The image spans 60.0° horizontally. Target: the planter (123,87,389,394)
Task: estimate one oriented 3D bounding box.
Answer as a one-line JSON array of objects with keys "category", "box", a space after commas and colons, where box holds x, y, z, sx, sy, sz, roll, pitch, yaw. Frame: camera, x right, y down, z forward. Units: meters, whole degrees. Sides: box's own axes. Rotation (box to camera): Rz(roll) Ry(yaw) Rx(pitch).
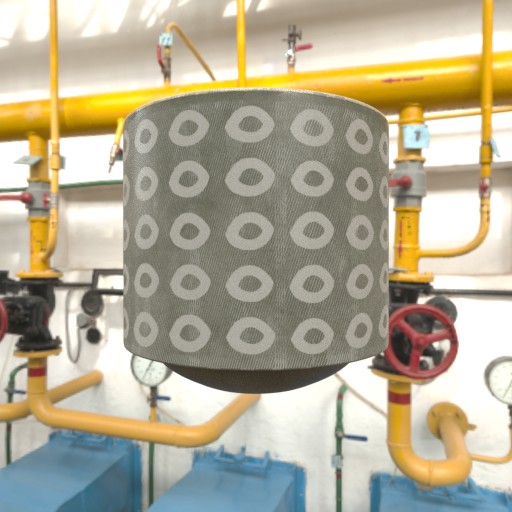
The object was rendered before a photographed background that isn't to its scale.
[{"category": "planter", "box": [0.000, 0.000, 0.331, 0.190, 0.181, 0.190, 0, 0, 0]}]
